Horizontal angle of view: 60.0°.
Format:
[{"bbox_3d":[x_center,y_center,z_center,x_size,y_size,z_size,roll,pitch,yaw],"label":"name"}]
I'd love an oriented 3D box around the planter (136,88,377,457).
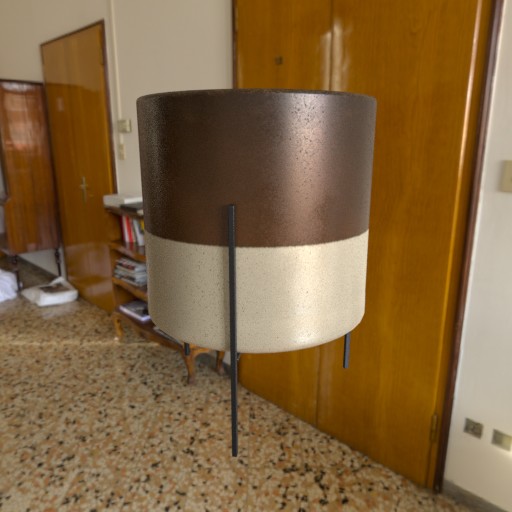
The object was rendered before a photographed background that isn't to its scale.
[{"bbox_3d":[0.000,0.000,0.703,0.345,0.465,0.354,2,15,9],"label":"planter"}]
